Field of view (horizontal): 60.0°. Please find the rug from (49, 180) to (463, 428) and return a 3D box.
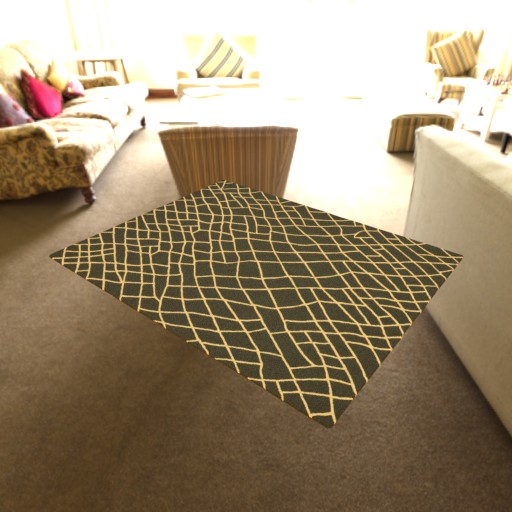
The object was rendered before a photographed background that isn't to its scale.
[{"bbox_3d":[0.000,0.000,4.148,3.047,0.022,2.439,23,38,32],"label":"rug"}]
